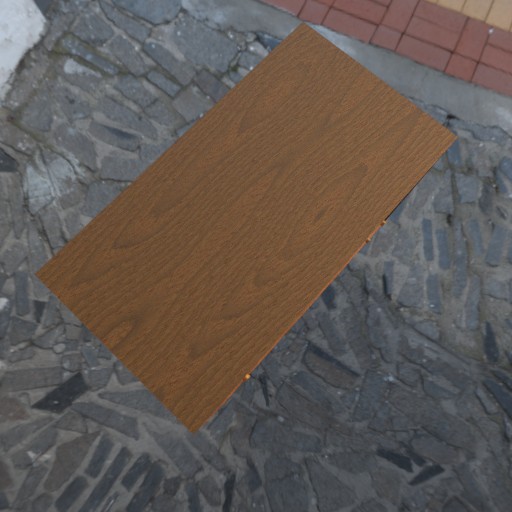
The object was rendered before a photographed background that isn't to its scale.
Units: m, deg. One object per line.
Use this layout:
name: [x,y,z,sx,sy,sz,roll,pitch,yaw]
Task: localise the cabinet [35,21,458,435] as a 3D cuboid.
cabinet: [0.000,0.000,1.158,0.388,0.748,0.712,41,79,10]
